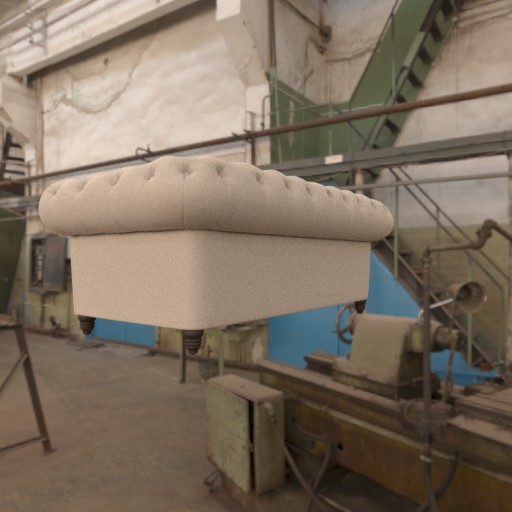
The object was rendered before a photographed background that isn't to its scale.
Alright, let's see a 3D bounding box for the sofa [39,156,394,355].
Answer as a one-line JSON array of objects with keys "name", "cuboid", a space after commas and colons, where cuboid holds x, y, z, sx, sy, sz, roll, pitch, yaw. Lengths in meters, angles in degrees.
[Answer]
[{"name": "sofa", "cuboid": [0.000, 0.000, 2.493, 0.986, 0.764, 1.998, 0, 0, 37]}]
